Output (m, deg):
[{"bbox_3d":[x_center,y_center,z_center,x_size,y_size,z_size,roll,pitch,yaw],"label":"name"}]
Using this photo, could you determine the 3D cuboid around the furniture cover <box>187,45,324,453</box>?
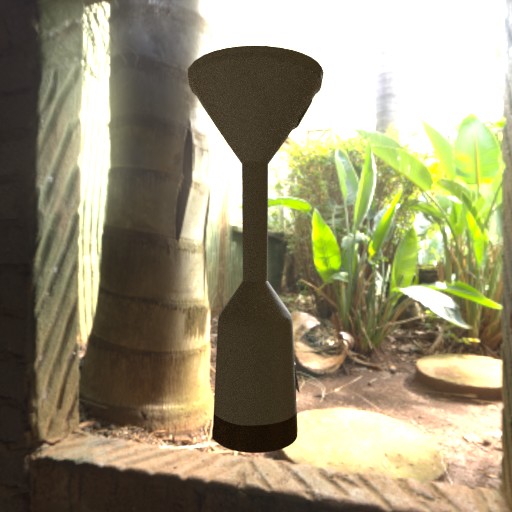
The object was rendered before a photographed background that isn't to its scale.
[{"bbox_3d":[0.000,0.000,2.986,0.914,2.413,0.914,0,1,-19],"label":"furniture cover"}]
